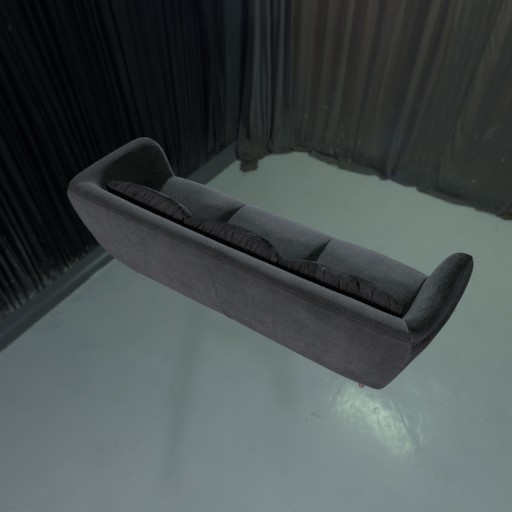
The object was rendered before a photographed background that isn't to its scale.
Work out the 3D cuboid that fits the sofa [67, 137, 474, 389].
[{"bbox_3d":[0.000,0.000,2.740,2.296,0.875,0.956,24,51,21],"label":"sofa"}]
